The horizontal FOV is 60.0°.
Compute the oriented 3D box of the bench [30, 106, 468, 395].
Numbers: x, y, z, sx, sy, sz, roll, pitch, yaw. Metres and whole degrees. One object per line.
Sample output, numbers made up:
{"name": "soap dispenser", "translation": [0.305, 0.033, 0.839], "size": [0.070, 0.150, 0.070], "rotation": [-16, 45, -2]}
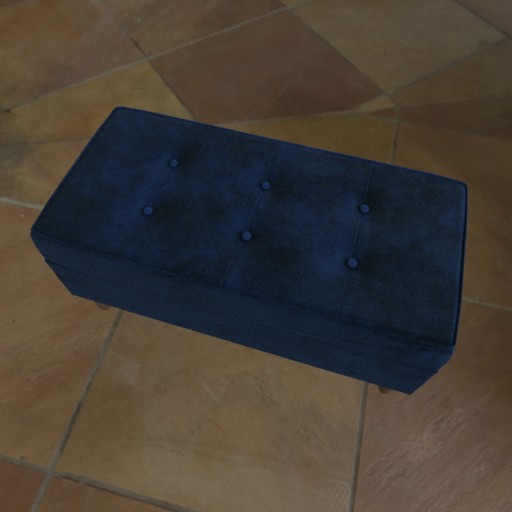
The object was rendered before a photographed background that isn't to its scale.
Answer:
{"name": "bench", "translation": [0.000, 0.000, 1.274], "size": [1.010, 0.467, 0.489], "rotation": [15, 60, 9]}
